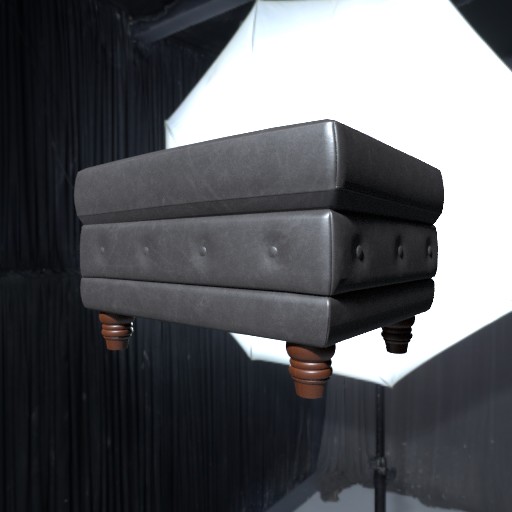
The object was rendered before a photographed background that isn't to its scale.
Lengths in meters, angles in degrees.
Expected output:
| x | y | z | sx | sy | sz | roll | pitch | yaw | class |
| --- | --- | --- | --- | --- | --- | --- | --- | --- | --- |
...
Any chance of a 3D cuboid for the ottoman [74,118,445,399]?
| x | y | z | sx | sy | sz | roll | pitch | yaw | class |
| --- | --- | --- | --- | --- | --- | --- | --- | --- | --- |
| 0.000 | 0.000 | 1.161 | 0.795 | 0.498 | 0.590 | 1 | 1 | 38 | ottoman |
